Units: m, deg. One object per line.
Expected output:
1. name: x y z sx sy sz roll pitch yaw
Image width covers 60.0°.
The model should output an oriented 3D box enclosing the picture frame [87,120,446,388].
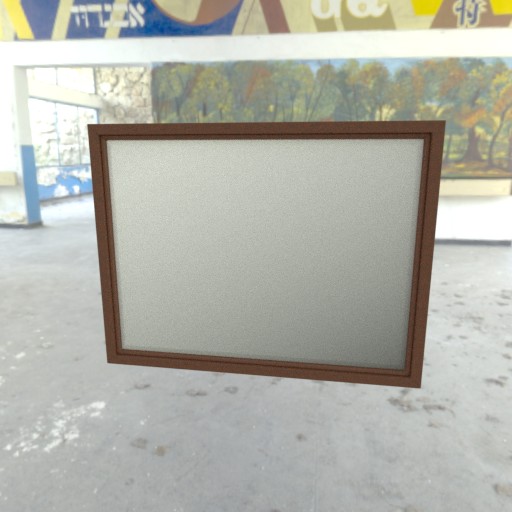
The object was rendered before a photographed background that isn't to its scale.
1. picture frame: 0.000 0.000 1.762 1.329 1.018 0.045 2 13 9
